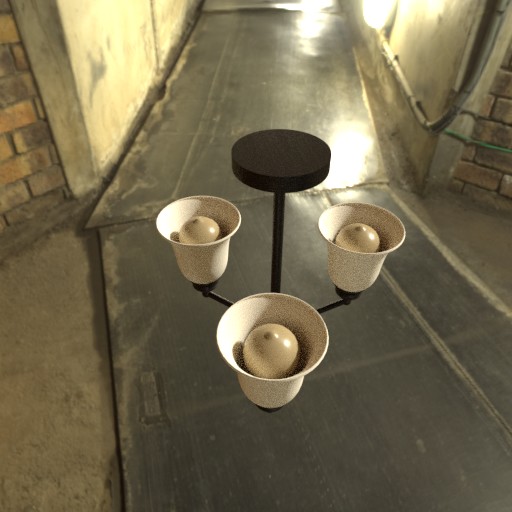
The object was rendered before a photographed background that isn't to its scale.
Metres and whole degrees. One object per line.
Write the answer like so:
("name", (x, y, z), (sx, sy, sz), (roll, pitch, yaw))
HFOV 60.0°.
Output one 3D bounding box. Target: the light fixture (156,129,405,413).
("light fixture", (0.000, 0.000, 0.670), (0.354, 0.370, 0.388), (24, 46, 25))
